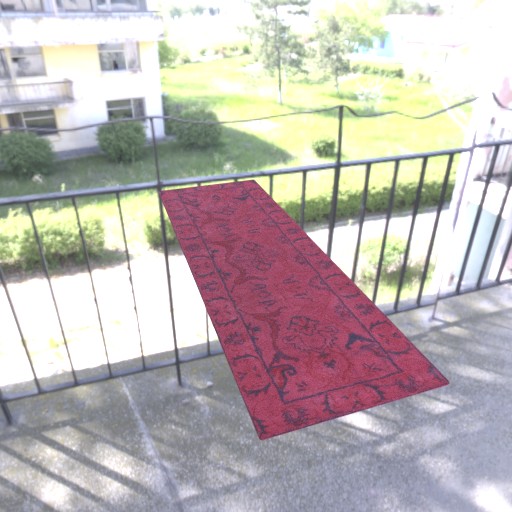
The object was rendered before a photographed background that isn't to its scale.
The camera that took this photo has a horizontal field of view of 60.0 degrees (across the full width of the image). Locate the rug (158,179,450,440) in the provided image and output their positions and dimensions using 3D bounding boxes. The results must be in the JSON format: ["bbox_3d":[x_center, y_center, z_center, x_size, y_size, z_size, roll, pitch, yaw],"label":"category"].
[{"bbox_3d":[0.000,0.000,2.662,0.813,0.018,2.439,-10,32,-16],"label":"rug"}]
